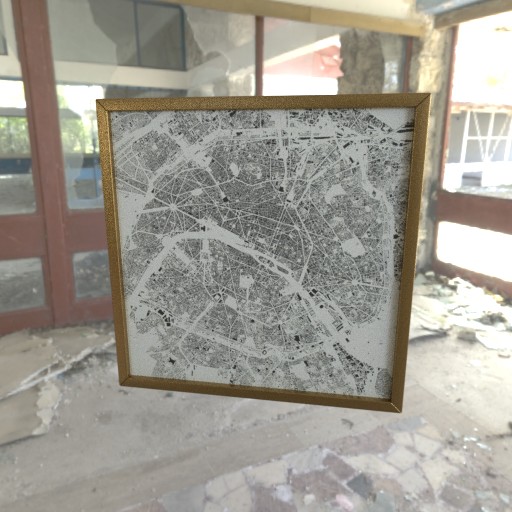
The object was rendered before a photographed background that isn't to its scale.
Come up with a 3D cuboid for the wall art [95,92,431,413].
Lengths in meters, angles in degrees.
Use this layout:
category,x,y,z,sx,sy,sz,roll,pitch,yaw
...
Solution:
category,x,y,z,sx,sy,sz,roll,pitch,yaw
wall art,0.000,0.000,0.451,0.305,0.305,0.037,2,14,10
